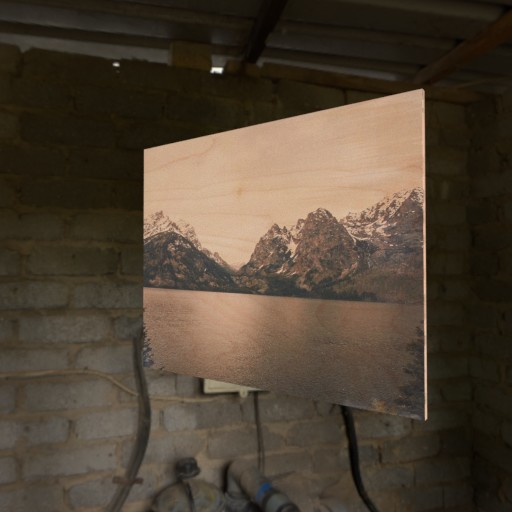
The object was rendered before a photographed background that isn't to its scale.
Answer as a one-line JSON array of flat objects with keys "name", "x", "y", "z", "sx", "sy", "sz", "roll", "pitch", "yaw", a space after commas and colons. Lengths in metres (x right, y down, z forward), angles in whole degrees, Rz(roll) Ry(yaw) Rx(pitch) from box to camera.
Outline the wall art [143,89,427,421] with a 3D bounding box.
[{"name": "wall art", "x": 0.000, "y": 0.000, "z": 0.693, "sx": 0.508, "sy": 0.408, "sz": 0.010, "roll": -1, "pitch": -1, "yaw": 35}]
